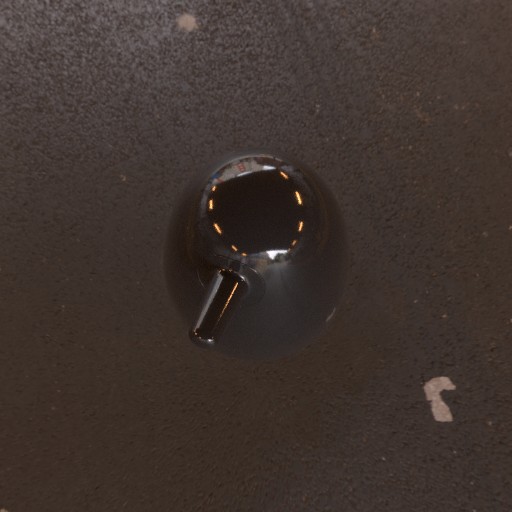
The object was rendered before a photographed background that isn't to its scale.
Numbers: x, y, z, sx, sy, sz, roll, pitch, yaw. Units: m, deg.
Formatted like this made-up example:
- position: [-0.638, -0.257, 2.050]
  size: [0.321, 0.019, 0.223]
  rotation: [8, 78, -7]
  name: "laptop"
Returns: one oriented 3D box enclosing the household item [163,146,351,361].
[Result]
- position: [0.000, 0.000, 0.220]
  size: [0.102, 0.152, 0.104]
  rotation: [21, 76, 5]
  name: "household item"
